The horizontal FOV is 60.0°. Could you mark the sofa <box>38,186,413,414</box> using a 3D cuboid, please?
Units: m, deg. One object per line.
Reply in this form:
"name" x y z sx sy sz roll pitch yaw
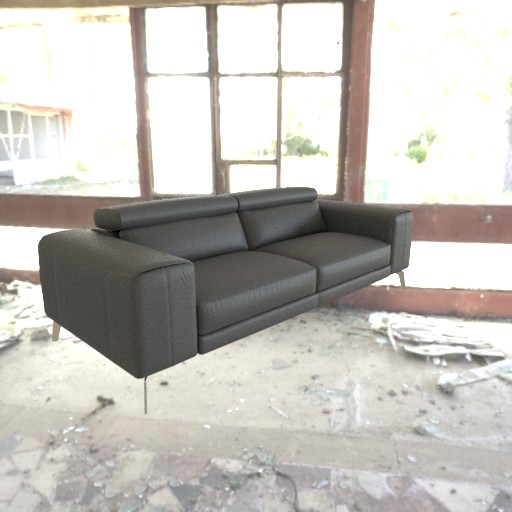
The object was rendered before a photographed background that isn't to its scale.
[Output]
"sofa" 0.000 0.000 2.847 1.023 0.759 2.321 14 20 43
